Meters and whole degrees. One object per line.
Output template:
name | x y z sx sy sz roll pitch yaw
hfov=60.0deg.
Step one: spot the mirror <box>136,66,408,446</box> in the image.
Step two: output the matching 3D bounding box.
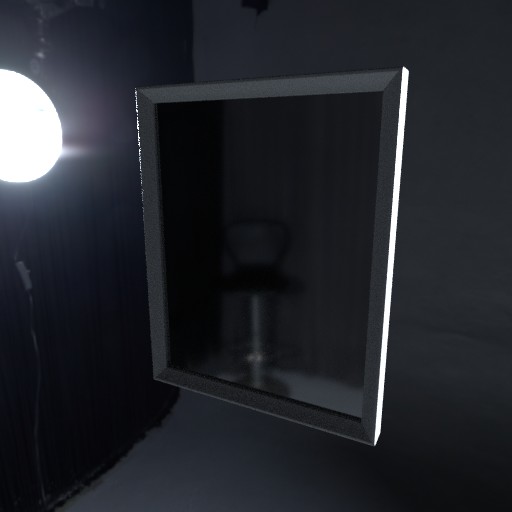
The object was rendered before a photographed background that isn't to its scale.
mirror | 0.000 0.000 0.683 0.406 0.509 0.041 7 16 27
